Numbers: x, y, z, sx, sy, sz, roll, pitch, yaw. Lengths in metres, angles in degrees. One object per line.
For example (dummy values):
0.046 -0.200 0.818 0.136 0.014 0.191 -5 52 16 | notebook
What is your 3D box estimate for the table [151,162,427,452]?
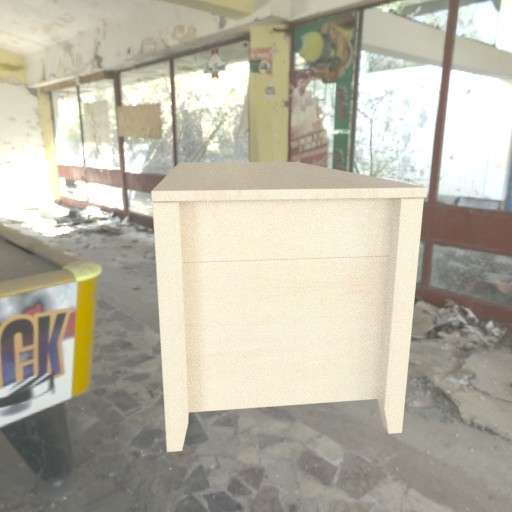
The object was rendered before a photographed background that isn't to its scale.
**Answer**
0.000 0.000 1.268 0.457 0.483 1.016 -2 14 -7 | table
